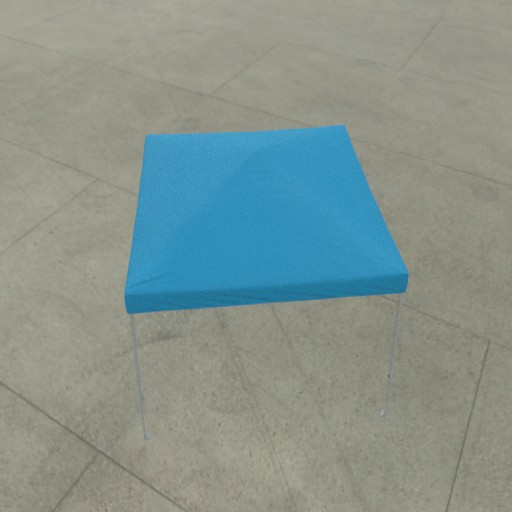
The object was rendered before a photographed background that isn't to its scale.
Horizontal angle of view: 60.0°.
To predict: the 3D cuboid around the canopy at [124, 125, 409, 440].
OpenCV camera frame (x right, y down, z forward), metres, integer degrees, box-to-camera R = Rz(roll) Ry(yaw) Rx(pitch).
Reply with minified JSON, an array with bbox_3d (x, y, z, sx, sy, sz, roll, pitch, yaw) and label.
[{"bbox_3d":[0.000,0.000,5.076,2.850,2.850,2.849,-4,47,-4],"label":"canopy"}]
